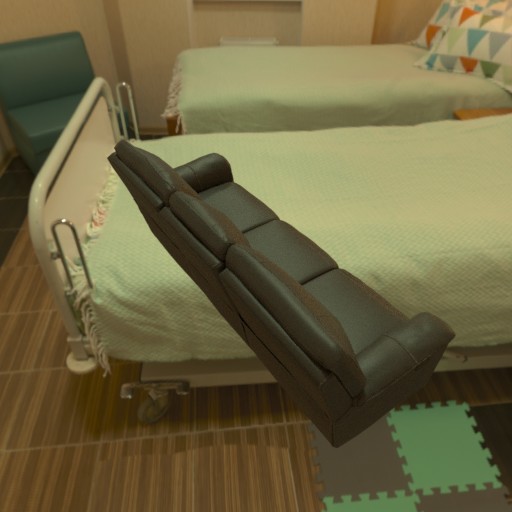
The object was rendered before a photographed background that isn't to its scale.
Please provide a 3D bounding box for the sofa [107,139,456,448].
[{"bbox_3d":[0.000,0.000,3.161,1.104,1.134,2.627,-24,46,-26],"label":"sofa"}]
